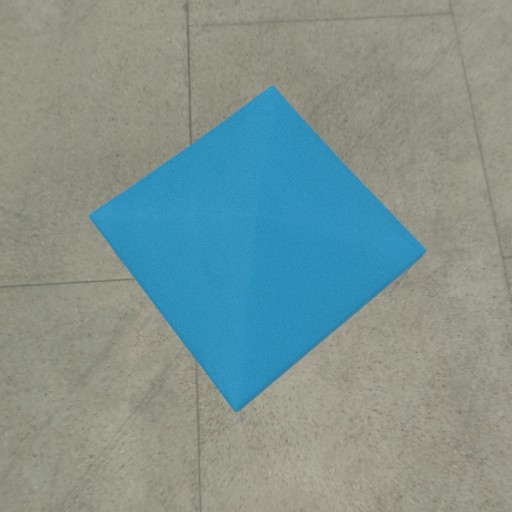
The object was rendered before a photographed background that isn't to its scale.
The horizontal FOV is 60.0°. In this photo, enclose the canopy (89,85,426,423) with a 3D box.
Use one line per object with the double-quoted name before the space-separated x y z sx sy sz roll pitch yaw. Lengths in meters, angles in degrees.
"canopy" 0.000 0.000 6.556 3.599 3.600 3.600 -38 79 -9
